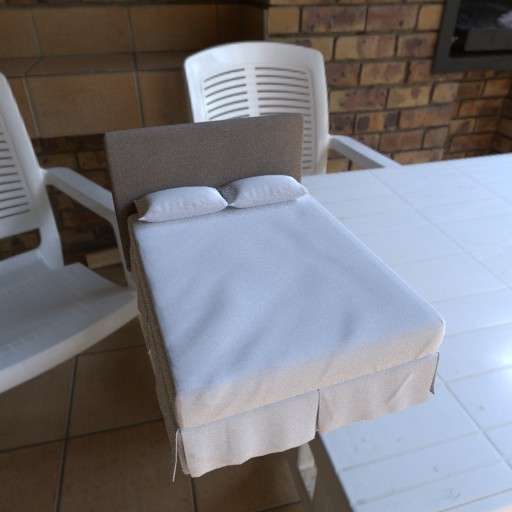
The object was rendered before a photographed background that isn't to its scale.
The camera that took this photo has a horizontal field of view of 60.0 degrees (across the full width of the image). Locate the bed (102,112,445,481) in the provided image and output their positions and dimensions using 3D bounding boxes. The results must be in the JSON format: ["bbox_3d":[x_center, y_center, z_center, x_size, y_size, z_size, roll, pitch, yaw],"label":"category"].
[{"bbox_3d":[0.000,0.000,3.090,1.723,1.330,2.142,-11,35,-17],"label":"bed"}]
